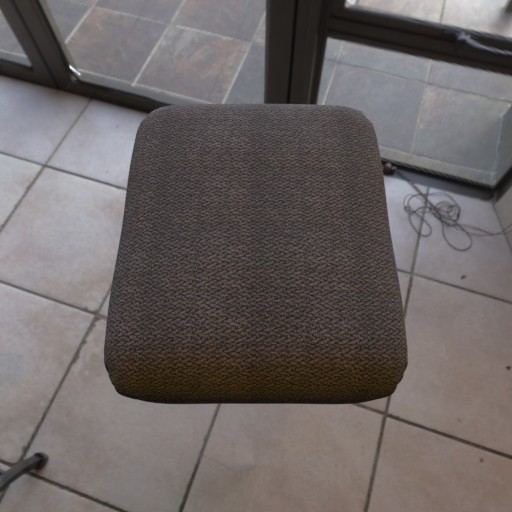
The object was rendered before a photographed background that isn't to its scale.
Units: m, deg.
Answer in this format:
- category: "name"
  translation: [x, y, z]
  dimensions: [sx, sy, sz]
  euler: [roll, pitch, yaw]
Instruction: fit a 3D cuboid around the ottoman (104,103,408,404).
- category: "ottoman"
  translation: [0.000, 0.000, 1.144]
  dimensions: [0.622, 0.450, 0.747]
  euler: [0, 65, 0]
